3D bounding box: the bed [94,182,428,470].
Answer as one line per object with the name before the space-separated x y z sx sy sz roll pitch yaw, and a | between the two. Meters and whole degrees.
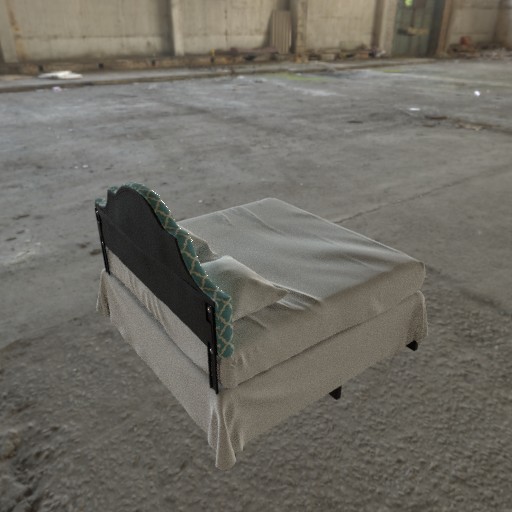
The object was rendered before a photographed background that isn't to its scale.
bed | 0.000 0.000 3.743 2.222 1.601 2.314 -19 33 -32
